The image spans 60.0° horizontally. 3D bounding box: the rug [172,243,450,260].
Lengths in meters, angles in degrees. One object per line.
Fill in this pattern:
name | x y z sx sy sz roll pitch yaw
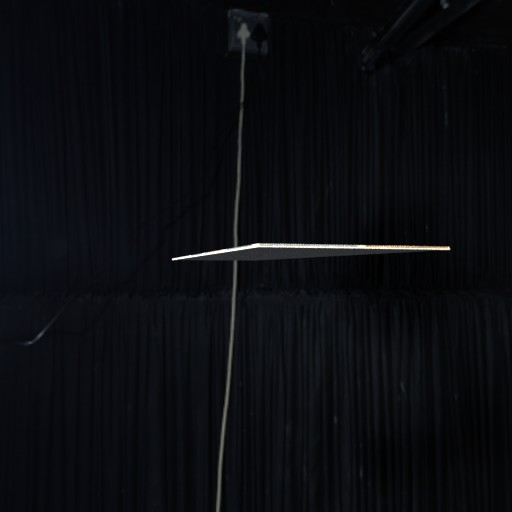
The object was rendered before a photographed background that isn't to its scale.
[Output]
rug | 0.000 0.000 2.501 0.687 0.011 2.287 0 -2 -17
